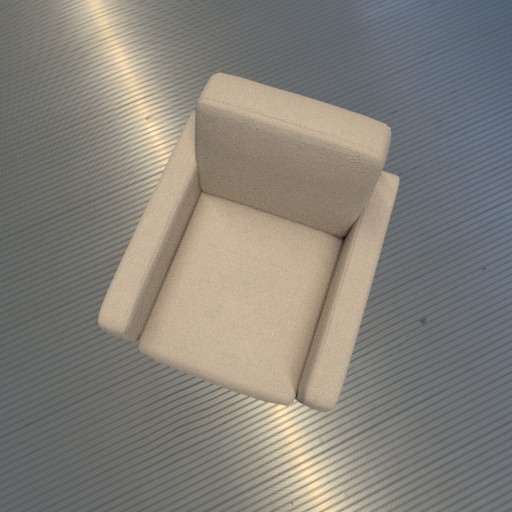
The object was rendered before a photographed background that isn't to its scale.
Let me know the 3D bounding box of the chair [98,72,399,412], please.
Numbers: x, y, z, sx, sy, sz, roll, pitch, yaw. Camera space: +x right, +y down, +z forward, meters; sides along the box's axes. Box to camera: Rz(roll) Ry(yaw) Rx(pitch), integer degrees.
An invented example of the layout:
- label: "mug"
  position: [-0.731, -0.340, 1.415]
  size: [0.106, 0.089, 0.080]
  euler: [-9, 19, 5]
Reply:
- label: "chair"
  position: [0.000, 0.000, 1.510]
  size: [0.755, 0.827, 0.888]
  euler: [19, 77, 4]
